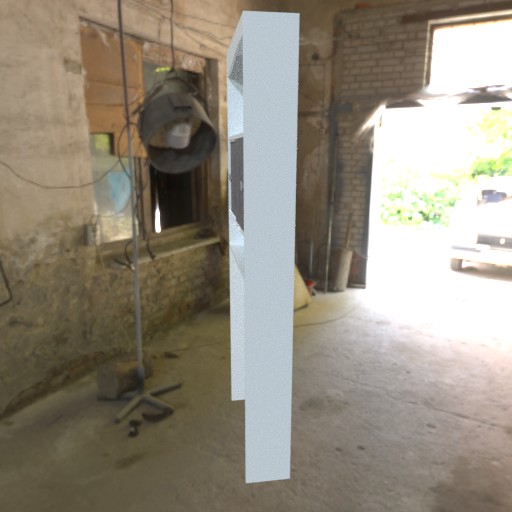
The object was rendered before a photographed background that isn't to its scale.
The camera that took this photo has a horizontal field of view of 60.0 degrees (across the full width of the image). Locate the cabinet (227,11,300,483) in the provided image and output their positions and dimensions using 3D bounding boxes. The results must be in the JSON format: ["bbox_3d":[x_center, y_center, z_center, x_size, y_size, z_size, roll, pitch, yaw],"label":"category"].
[{"bbox_3d":[0.000,0.000,1.945,0.192,1.770,0.643,-2,14,-8],"label":"cabinet"}]
